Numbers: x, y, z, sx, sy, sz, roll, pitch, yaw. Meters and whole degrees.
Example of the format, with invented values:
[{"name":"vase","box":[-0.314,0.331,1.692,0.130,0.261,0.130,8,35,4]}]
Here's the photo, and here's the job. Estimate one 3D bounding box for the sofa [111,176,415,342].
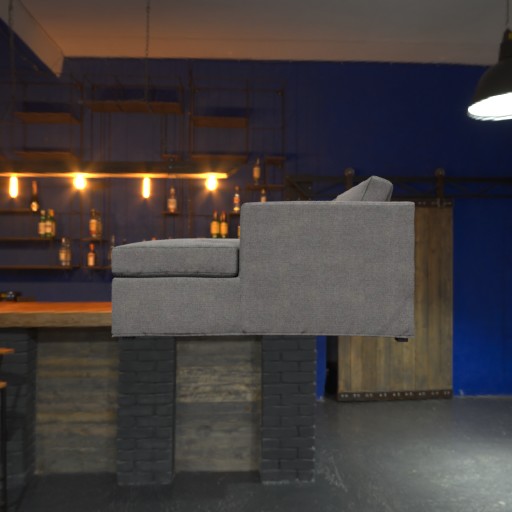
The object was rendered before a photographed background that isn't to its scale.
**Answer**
[{"name":"sofa","box":[0.000,0.000,3.891,1.650,0.922,3.205,0,0,-1]}]
